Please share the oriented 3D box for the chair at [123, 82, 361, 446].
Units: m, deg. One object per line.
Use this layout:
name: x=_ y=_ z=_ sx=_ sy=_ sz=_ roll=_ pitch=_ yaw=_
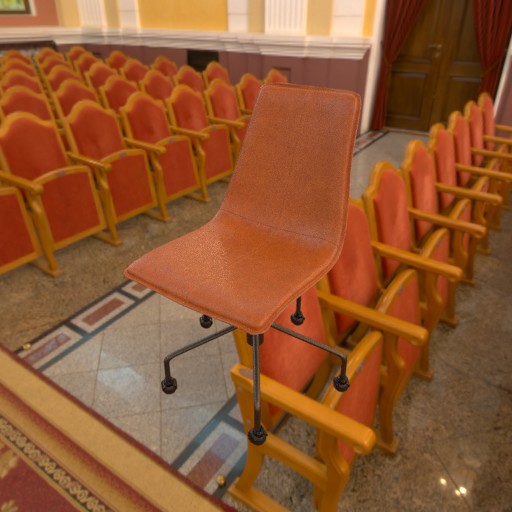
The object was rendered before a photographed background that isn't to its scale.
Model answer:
chair: x=0.000 y=0.000 z=1.367 sx=0.651 sy=0.920 sz=0.660 roll=19 pitch=35 yaw=30
